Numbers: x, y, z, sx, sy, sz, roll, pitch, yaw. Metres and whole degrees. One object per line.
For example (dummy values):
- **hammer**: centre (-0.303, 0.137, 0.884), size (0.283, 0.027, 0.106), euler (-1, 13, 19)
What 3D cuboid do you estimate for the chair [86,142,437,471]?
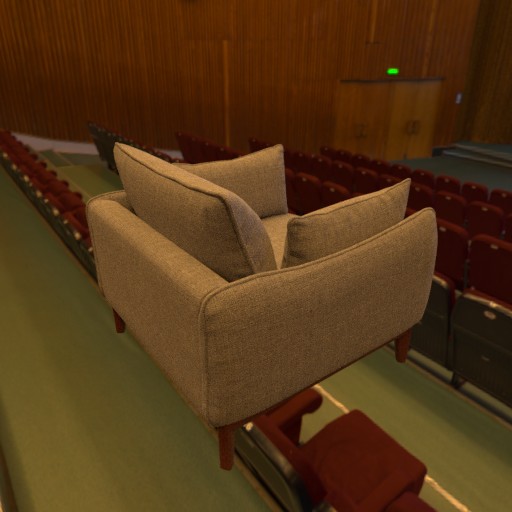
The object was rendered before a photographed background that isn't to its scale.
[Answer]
- **chair**: centre (0.000, 0.000, 1.700), size (0.976, 0.839, 0.993), euler (-18, 31, -32)
